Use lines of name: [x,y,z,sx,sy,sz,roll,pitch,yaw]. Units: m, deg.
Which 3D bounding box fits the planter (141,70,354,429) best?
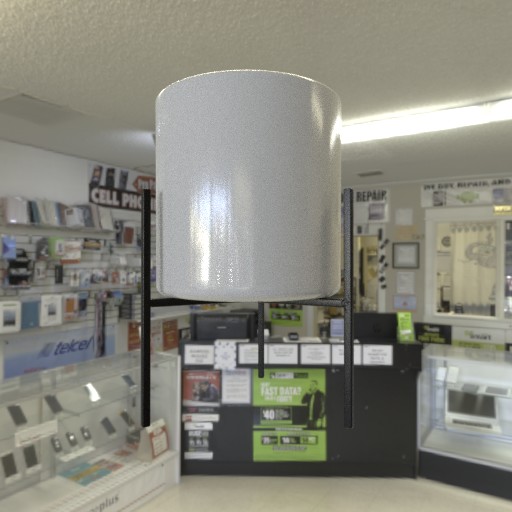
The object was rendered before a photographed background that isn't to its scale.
planter: [0.000,0.000,0.523,0.239,0.356,0.239,0,-1,34]
